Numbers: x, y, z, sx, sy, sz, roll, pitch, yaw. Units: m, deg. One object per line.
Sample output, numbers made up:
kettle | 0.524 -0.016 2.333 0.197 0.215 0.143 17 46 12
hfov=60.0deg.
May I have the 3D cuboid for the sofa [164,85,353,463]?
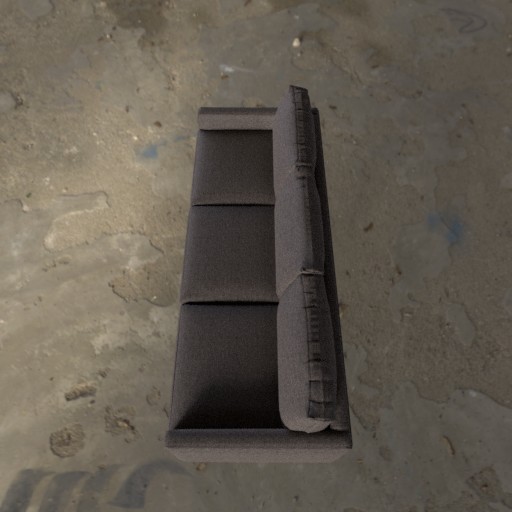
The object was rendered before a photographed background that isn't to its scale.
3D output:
sofa | 0.000 0.000 2.694 0.876 0.882 2.253 0 59 0
